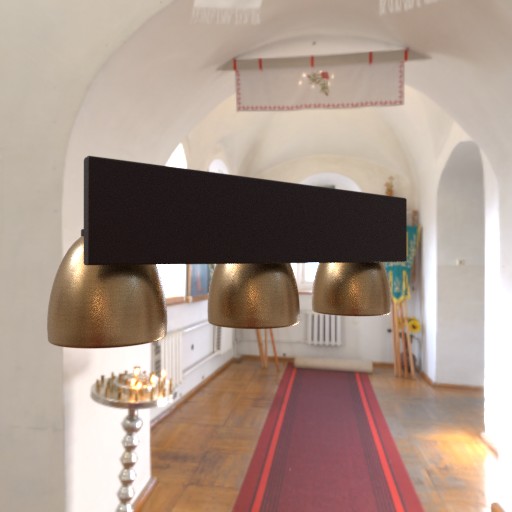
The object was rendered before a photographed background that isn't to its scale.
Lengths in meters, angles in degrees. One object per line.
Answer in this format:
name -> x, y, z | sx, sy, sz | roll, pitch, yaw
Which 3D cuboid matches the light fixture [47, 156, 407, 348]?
light fixture -> 0.000, 0.000, 0.676 | 0.582, 0.204, 0.157 | 0, 0, -37
